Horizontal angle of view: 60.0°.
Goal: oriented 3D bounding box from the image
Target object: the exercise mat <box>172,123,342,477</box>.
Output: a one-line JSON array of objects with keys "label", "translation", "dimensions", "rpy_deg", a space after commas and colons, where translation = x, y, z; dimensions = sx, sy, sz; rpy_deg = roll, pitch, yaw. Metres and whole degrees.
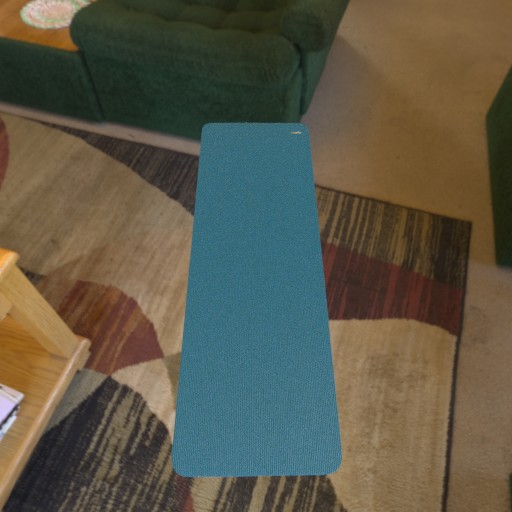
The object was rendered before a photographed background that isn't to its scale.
[{"label": "exercise mat", "translation": [0.000, 0.000, 2.083], "dimensions": [0.616, 0.021, 1.869], "rpy_deg": [0, 57, 0]}]
